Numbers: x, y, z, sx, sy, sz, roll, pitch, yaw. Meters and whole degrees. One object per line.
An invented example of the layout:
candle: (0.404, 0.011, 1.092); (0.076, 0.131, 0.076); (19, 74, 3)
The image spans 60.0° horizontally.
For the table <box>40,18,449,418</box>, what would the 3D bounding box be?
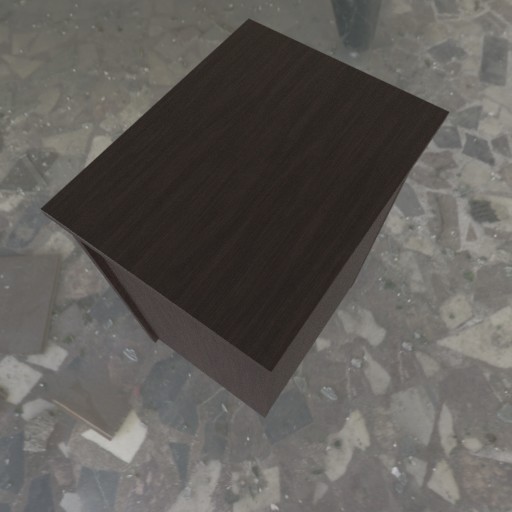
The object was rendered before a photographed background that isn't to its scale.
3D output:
table: (0.000, 0.000, 0.918); (0.381, 0.635, 0.480); (32, 68, 15)
